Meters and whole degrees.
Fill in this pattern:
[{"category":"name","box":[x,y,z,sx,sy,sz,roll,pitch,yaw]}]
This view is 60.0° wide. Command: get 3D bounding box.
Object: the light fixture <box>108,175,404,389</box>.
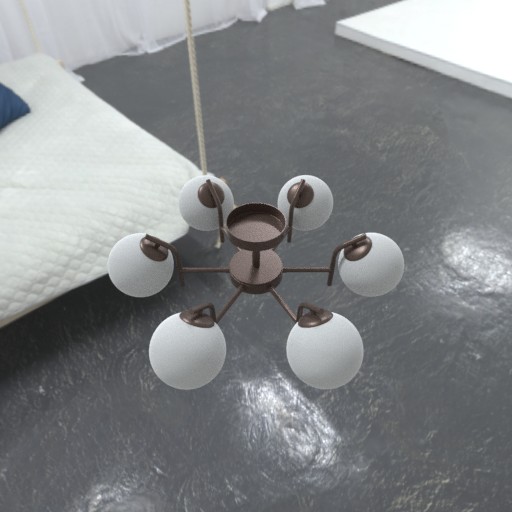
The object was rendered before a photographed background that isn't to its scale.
[{"category":"light fixture","box":[0.000,0.000,0.982,0.662,0.201,0.662,0,45,0]}]
